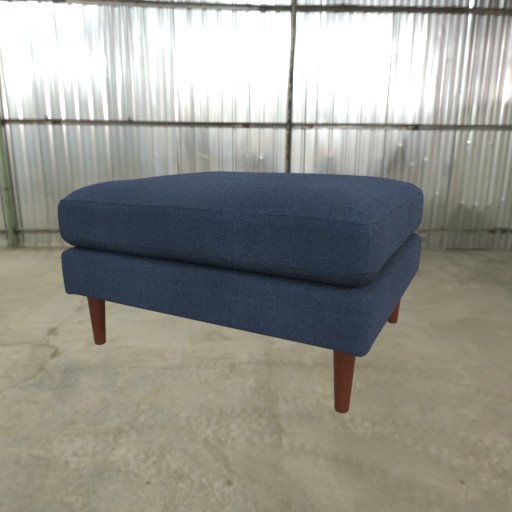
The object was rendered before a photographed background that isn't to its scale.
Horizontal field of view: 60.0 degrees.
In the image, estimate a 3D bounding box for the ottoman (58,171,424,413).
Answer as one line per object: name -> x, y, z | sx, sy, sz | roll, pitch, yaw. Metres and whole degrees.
ottoman -> 0.000, 0.000, 1.282 | 0.821, 0.474, 0.693 | 7, 16, 27
